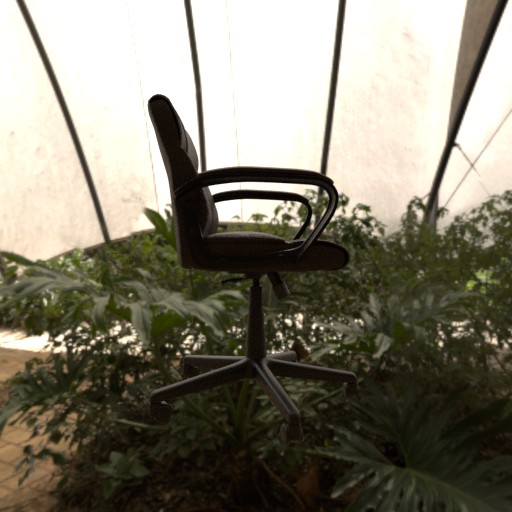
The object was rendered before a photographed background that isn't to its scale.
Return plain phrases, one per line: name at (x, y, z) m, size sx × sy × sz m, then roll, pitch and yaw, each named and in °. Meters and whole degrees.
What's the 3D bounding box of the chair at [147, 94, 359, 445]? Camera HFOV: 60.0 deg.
chair at (0.000, 0.000, 1.522) m, size 0.717 × 1.004 × 0.739 m, roll 0°, pitch 1°, yaw 0°
